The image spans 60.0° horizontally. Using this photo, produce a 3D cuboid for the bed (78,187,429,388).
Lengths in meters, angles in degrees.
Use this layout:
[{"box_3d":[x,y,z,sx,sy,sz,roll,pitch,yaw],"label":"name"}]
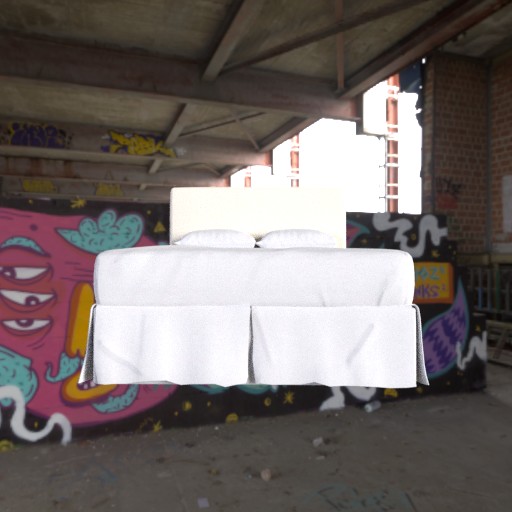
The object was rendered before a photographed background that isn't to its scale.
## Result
[{"box_3d":[0.000,0.000,3.189,1.713,1.330,2.142,0,-1,1],"label":"bed"}]
